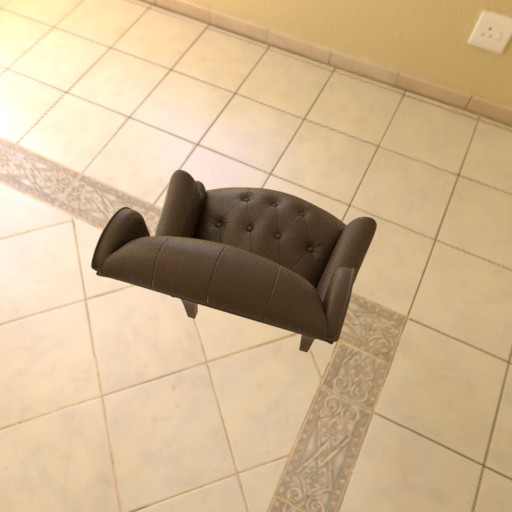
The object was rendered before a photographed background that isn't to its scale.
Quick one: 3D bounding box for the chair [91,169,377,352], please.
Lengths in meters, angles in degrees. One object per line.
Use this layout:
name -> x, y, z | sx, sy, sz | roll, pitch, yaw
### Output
chair -> 0.000, 0.000, 1.729 | 0.829, 1.132, 0.819 | 15, 64, 8
